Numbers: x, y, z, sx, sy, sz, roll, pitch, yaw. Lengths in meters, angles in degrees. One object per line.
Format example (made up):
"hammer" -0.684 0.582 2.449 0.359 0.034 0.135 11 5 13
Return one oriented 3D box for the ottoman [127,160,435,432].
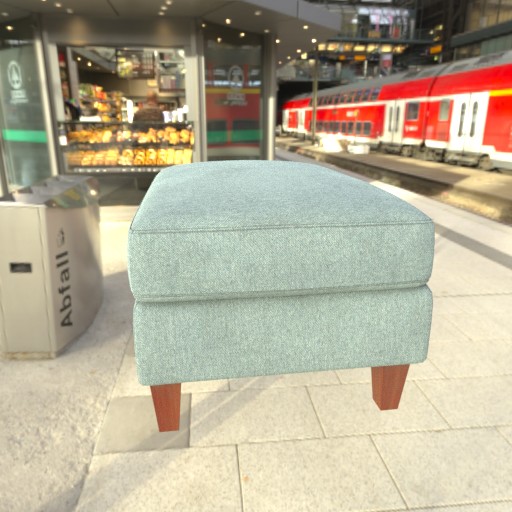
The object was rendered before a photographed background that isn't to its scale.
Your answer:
"ottoman" 0.000 0.000 1.218 0.584 0.483 0.864 -3 17 -8
